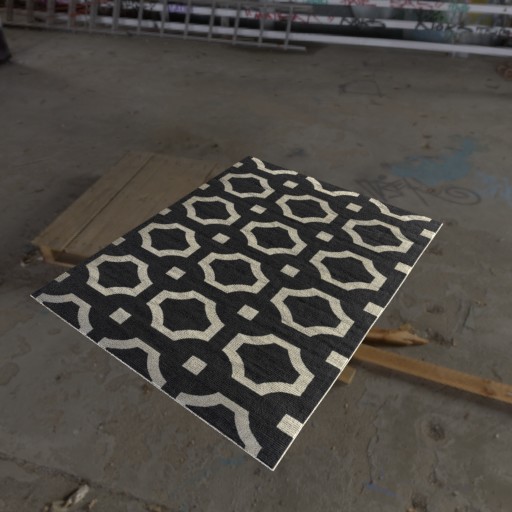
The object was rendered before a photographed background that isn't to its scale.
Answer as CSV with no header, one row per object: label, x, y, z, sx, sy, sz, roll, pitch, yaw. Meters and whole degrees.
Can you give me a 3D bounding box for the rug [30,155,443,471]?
rug,0.000,0.000,4.096,2.466,0.021,3.049,25,46,27
